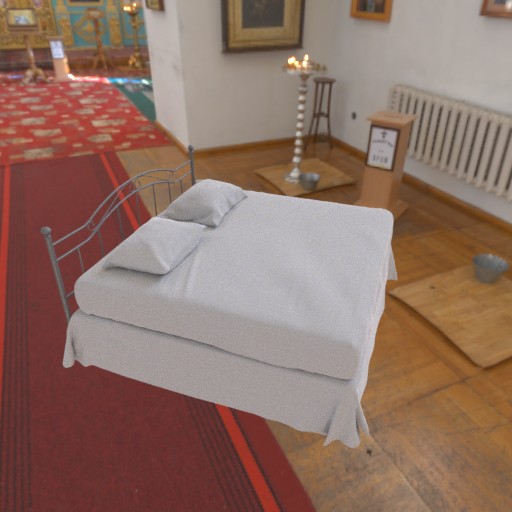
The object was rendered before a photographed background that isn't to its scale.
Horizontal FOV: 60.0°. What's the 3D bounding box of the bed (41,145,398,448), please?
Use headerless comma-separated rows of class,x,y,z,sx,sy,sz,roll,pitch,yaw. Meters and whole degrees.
bed,0.000,0.000,3.581,2.220,1.080,2.309,11,32,18
